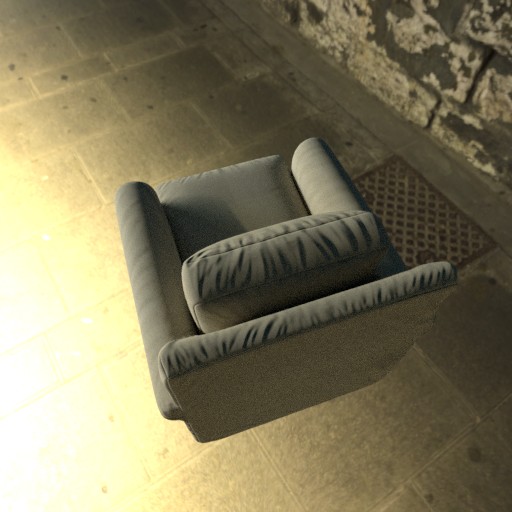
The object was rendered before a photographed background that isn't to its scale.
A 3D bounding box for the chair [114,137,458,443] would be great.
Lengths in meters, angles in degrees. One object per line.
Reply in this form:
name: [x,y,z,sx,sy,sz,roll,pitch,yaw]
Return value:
chair: [0.000,0.000,1.699,0.940,0.866,1.066,-16,58,-10]
